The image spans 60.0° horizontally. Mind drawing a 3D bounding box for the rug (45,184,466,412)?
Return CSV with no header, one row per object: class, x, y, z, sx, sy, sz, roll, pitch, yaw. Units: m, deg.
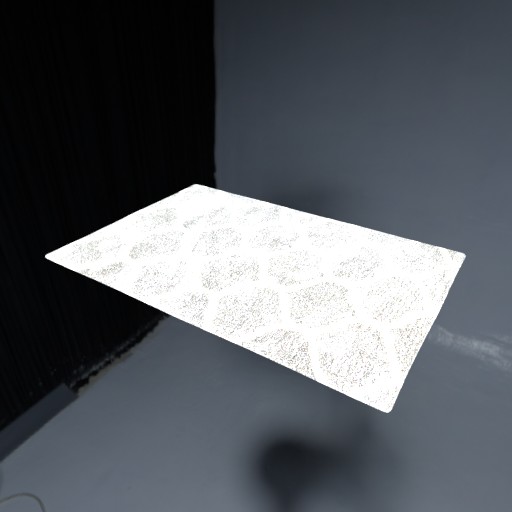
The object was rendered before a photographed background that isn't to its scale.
rug,0.000,0.000,3.406,2.701,0.026,1.801,18,35,28
